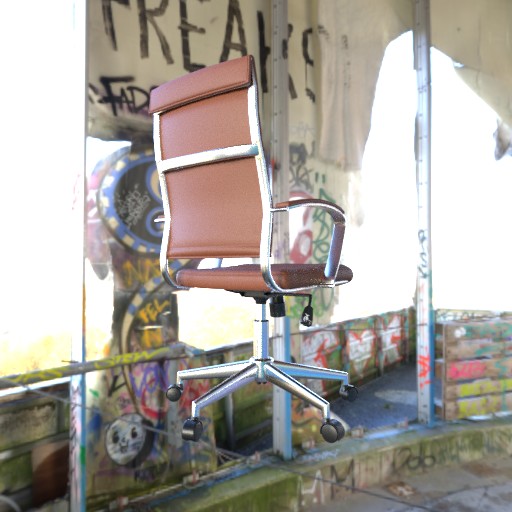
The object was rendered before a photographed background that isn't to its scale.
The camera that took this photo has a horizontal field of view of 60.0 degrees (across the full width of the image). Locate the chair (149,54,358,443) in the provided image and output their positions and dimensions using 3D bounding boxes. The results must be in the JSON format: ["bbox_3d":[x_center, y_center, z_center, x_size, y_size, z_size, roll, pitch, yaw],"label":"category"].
[{"bbox_3d":[0.000,0.000,1.645,0.766,1.149,0.739,-1,-2,37],"label":"chair"}]
